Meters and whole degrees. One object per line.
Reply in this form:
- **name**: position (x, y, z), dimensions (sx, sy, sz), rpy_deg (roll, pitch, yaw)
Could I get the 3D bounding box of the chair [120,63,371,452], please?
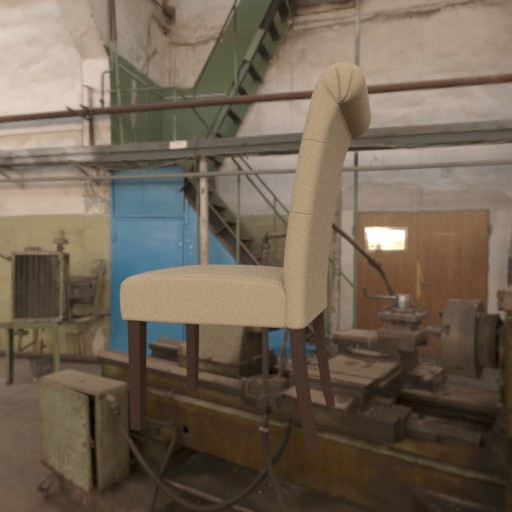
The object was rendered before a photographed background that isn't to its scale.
- **chair**: position (0.000, 0.000, 1.375), dimensions (0.671, 1.006, 0.456), rpy_deg (0, 2, 17)
